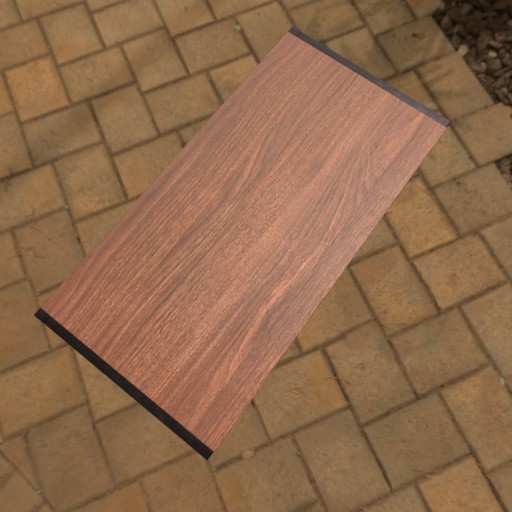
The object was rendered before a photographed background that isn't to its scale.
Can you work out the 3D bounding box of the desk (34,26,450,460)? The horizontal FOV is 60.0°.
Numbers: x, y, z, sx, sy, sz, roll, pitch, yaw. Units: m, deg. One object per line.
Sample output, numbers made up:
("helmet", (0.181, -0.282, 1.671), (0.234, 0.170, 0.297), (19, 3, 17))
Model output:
("desk", (0.000, 0.000, 1.445), (0.508, 0.762, 1.016), (36, 77, 10))
